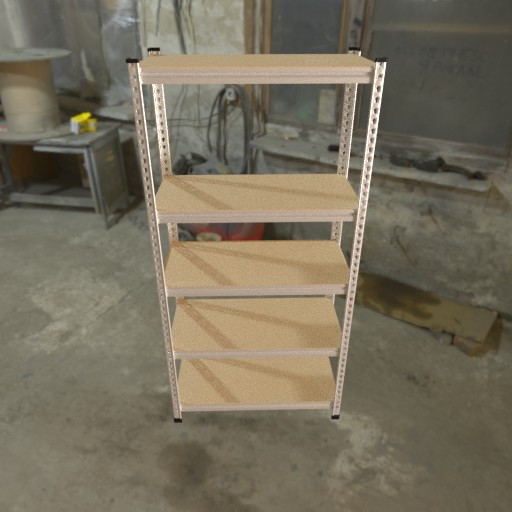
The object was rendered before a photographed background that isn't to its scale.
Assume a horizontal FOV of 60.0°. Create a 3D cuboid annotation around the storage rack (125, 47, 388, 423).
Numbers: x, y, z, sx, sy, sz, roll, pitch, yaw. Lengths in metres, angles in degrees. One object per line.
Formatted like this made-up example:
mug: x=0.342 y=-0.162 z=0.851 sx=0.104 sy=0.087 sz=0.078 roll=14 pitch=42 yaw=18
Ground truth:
storage rack: x=0.000 y=0.000 z=2.181 sx=0.914 sy=1.829 sz=0.457 roll=-1 pitch=30 yaw=-1
